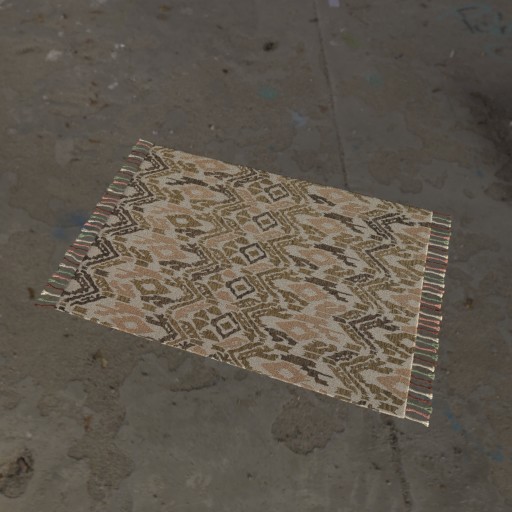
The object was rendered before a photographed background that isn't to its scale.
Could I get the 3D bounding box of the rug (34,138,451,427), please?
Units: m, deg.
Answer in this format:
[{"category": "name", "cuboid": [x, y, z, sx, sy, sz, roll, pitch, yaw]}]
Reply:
[{"category": "rug", "cuboid": [0.000, 0.000, 2.941, 2.438, 0.008, 1.524, 15, 60, 9]}]
